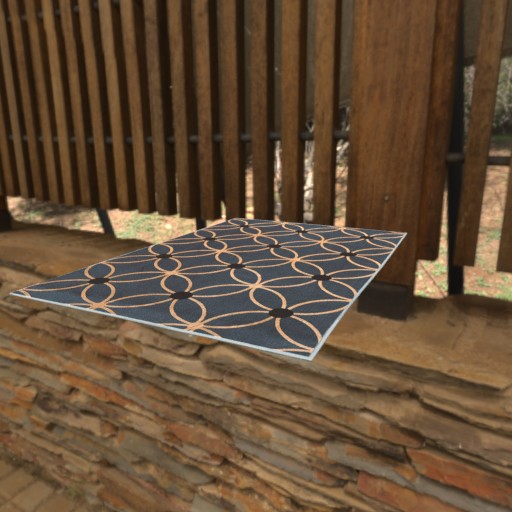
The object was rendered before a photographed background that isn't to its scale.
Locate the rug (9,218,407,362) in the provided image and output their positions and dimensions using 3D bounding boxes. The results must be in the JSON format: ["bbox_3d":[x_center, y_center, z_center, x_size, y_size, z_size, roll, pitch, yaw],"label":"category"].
[{"bbox_3d":[0.000,0.000,2.781,1.522,0.008,2.284,7,16,25],"label":"rug"}]
